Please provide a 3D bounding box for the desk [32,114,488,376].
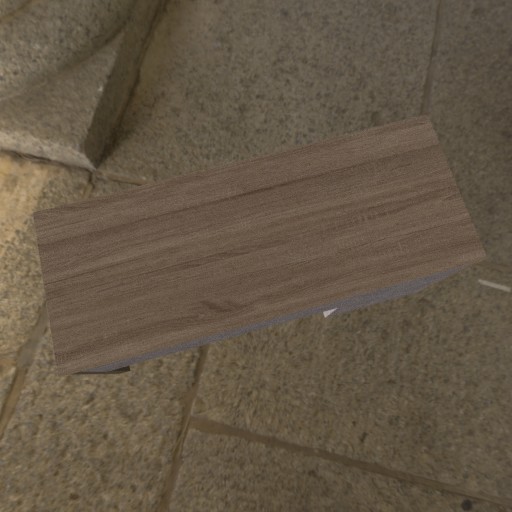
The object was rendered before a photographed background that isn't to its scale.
[{"bbox_3d":[0.000,0.000,2.137,1.700,0.760,0.690,-15,76,-4],"label":"desk"}]
